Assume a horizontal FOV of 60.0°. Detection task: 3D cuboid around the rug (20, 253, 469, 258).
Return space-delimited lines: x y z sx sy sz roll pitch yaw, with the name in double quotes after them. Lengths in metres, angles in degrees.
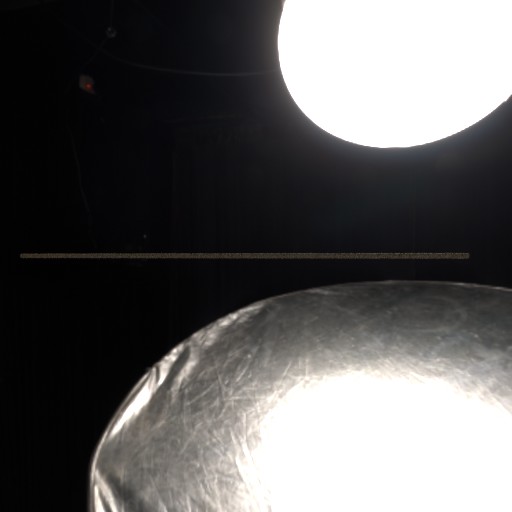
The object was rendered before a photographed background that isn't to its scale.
0.000 0.000 3.378 2.699 0.025 1.800 0 0 17 "rug"
